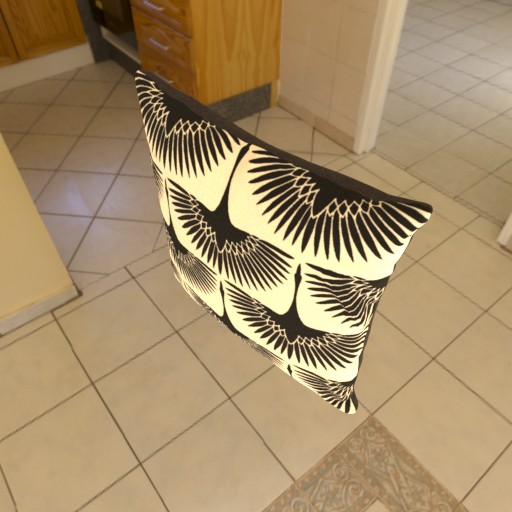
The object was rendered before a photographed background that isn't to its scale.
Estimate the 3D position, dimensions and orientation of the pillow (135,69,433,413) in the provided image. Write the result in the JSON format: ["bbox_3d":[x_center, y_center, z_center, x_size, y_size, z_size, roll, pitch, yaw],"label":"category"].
[{"bbox_3d":[0.000,0.000,0.655,0.432,0.432,0.139,33,55,27],"label":"pillow"}]
